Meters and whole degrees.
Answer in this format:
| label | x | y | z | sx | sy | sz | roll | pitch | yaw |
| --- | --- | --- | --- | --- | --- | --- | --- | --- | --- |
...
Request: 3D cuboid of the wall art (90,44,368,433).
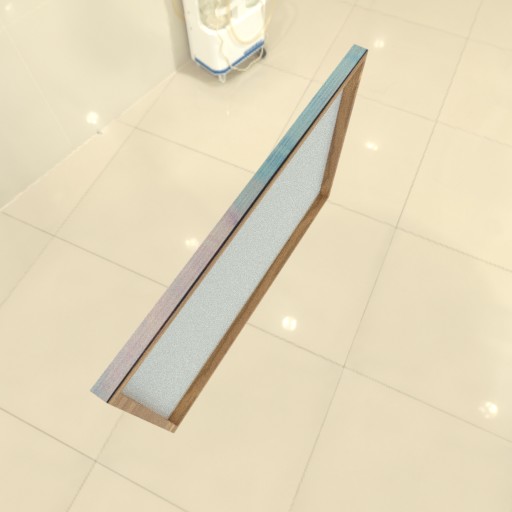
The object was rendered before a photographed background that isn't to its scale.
| label | x | y | z | sx | sy | sz | roll | pitch | yaw |
| --- | --- | --- | --- | --- | --- | --- | --- | --- | --- |
| wall art | 0.000 | 0.000 | 1.119 | 0.037 | 0.605 | 0.911 | 29 | 68 | 13 |
